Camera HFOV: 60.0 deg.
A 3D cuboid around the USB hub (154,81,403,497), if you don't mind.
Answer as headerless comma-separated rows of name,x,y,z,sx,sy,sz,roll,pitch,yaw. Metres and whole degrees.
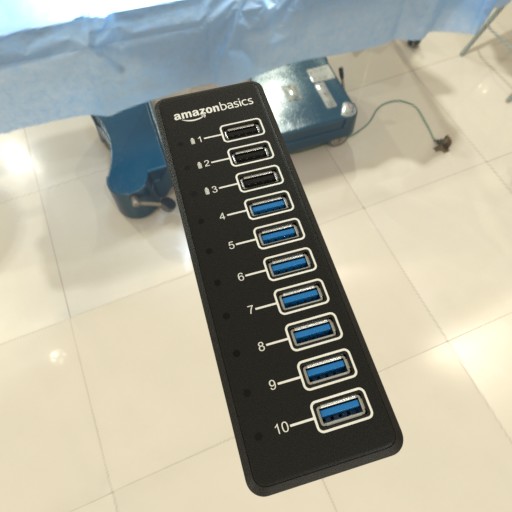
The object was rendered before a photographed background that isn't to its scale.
USB hub,0.000,0.000,0.157,0.044,0.023,0.145,-14,64,-7
